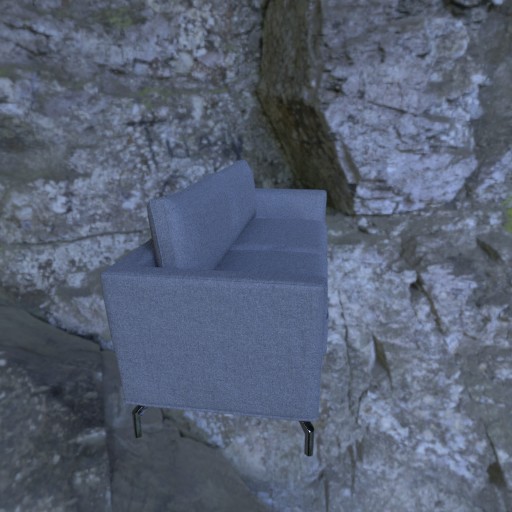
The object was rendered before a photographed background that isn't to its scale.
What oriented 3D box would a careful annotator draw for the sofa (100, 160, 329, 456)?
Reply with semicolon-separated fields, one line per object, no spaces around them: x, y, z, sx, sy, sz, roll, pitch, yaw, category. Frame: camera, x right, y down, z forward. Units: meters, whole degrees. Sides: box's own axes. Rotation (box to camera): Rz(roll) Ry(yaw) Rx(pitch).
0.000;0.000;2.702;0.869;1.002;2.212;3;17;8;sofa
